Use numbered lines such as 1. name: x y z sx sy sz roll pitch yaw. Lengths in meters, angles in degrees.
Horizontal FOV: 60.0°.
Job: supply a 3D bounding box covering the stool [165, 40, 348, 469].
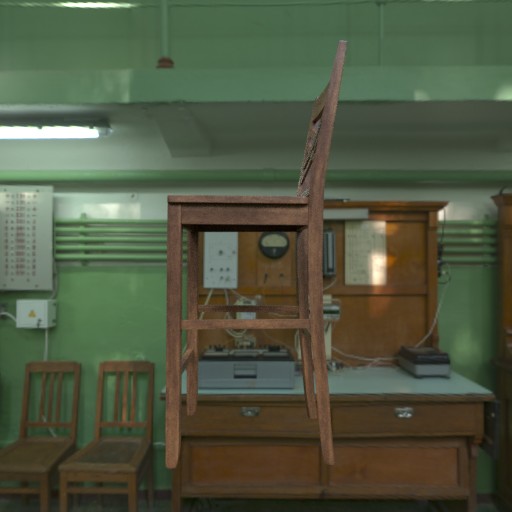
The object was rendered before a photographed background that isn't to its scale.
1. stool: 0.000 0.000 1.345 0.487 1.105 0.433 0 0 -1
